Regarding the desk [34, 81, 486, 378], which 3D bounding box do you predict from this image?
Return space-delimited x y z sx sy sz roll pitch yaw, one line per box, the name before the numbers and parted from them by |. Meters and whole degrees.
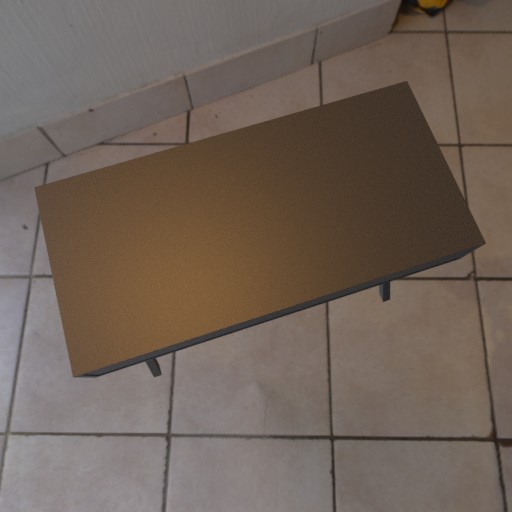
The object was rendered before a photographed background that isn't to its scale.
desk | 0.000 0.000 1.514 1.057 0.780 0.504 -17 75 -5
